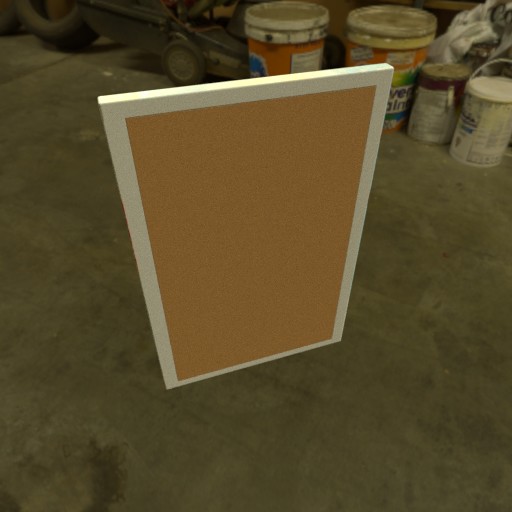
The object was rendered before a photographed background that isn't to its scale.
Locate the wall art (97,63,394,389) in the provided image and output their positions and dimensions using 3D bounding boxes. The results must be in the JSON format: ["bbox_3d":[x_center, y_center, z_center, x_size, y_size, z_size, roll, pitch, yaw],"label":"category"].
[{"bbox_3d":[0.000,0.000,1.173,0.605,0.915,0.037,-12,42,-14],"label":"wall art"}]
